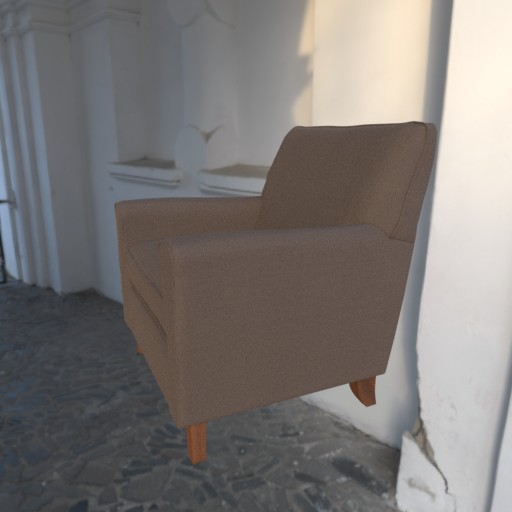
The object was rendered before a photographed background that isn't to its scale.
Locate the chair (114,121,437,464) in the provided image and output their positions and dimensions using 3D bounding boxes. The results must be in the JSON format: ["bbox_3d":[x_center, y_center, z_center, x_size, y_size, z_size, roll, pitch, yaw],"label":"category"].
[{"bbox_3d":[0.000,0.000,1.579,0.831,0.911,0.836,-7,17,-25],"label":"chair"}]
